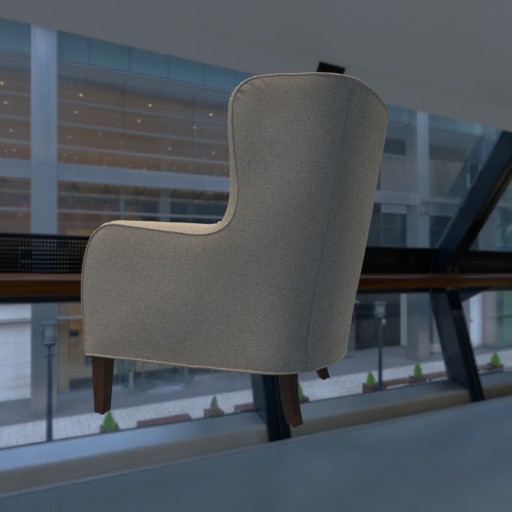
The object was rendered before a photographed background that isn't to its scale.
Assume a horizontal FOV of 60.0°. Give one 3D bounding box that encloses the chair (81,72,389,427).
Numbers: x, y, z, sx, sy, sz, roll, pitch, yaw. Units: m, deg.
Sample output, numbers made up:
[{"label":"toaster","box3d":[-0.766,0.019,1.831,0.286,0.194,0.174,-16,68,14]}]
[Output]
[{"label":"chair","box3d":[0.000,0.000,1.679,0.966,1.040,0.838,0,0,18]}]
